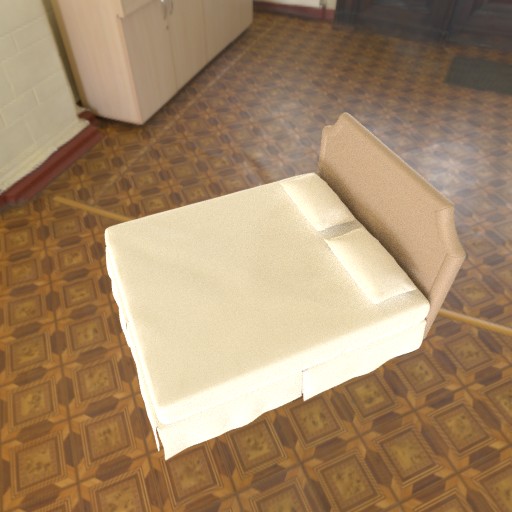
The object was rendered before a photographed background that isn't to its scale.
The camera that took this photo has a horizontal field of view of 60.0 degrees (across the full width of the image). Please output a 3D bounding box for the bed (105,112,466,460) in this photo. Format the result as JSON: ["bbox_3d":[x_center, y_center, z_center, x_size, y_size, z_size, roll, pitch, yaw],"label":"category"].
[{"bbox_3d":[0.000,0.000,4.235,2.773,1.590,2.350,-18,49,-16],"label":"bed"}]
